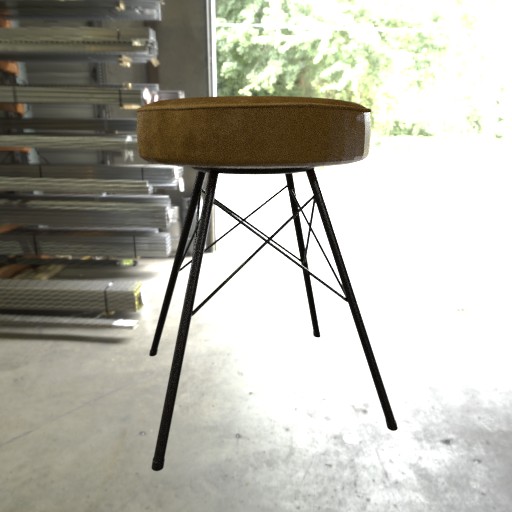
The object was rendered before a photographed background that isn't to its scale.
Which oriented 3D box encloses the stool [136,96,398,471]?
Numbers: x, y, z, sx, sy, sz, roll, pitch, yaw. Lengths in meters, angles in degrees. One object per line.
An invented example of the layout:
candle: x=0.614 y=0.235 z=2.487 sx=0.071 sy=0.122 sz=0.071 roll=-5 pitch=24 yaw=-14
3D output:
stool: x=0.000 y=0.000 z=0.898 sx=0.472 sy=0.595 sz=0.438 roll=-3 pitch=16 yaw=-11
